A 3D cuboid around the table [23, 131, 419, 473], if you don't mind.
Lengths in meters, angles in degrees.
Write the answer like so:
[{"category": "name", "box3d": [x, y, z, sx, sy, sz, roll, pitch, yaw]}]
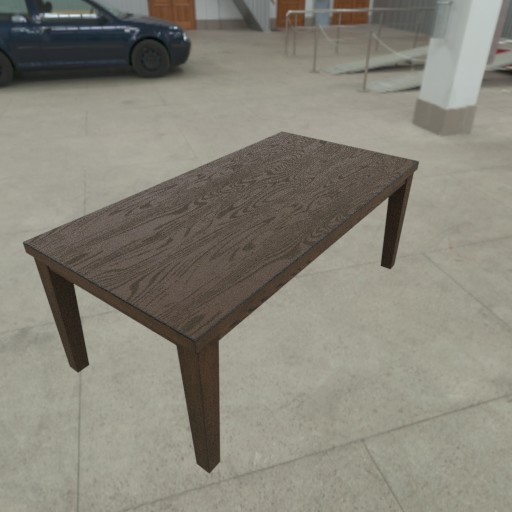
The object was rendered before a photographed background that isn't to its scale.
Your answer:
[{"category": "table", "box3d": [0.000, 0.000, 2.512, 1.016, 0.762, 1.981, 22, 39, 31]}]
